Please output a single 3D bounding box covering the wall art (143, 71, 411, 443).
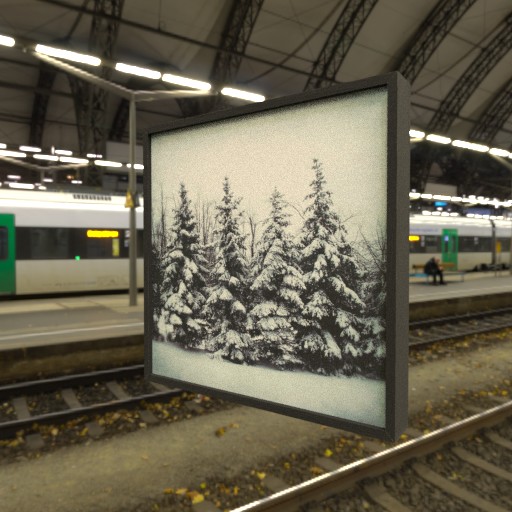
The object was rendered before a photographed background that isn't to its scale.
[{"bbox_3d":[0.000,0.000,0.465,0.305,0.305,0.037,1,2,35],"label":"wall art"}]
